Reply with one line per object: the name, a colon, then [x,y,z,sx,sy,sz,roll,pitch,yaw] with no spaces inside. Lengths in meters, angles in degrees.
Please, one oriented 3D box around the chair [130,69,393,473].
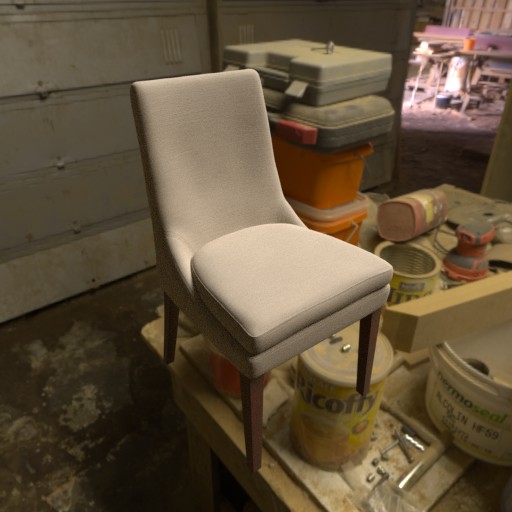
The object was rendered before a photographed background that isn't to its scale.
chair: [0.000,0.000,1.316,0.515,0.940,0.638,-21,37,-31]
